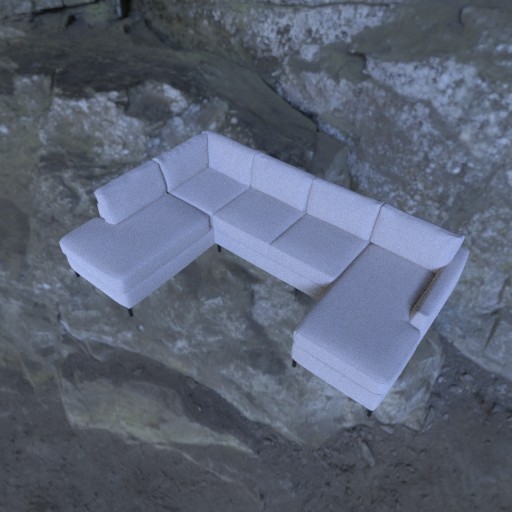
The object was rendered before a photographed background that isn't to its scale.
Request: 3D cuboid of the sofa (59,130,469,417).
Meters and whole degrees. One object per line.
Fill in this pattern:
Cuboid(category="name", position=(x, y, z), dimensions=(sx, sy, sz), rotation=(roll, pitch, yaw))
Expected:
Cuboid(category="sofa", position=(0.000, 0.000, 3.863), dimensions=(2.984, 0.862, 1.989), rotation=(29, 50, 27))
